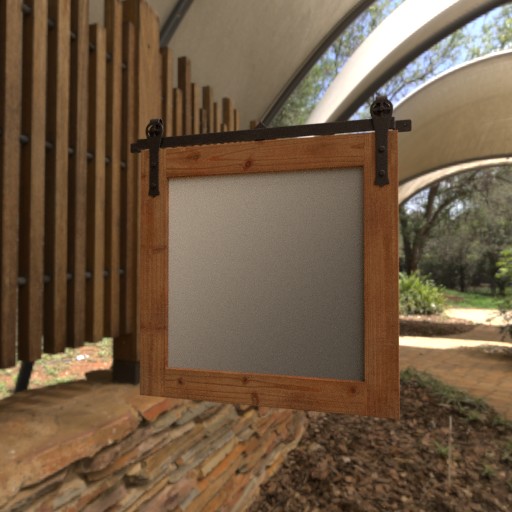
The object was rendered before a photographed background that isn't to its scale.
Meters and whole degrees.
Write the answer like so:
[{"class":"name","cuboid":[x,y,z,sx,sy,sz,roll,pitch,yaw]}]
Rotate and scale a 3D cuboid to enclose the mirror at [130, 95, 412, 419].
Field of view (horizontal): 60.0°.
[{"class":"mirror","cuboid":[0.000,0.000,1.204,0.805,0.800,0.054,0,-1,16]}]
